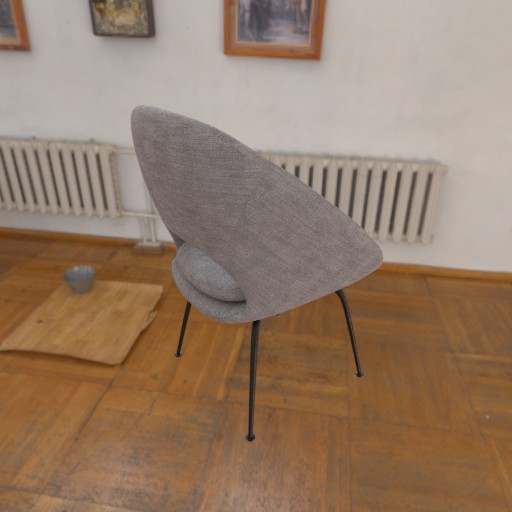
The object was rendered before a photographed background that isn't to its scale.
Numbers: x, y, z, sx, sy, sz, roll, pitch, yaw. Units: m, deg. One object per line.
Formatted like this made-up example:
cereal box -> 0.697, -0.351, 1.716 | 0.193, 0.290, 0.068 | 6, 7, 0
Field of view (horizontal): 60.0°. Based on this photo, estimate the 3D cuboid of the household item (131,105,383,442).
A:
household item -> 0.000, 0.000, 1.282 | 0.587, 0.869, 0.643 | -18, 32, -31
